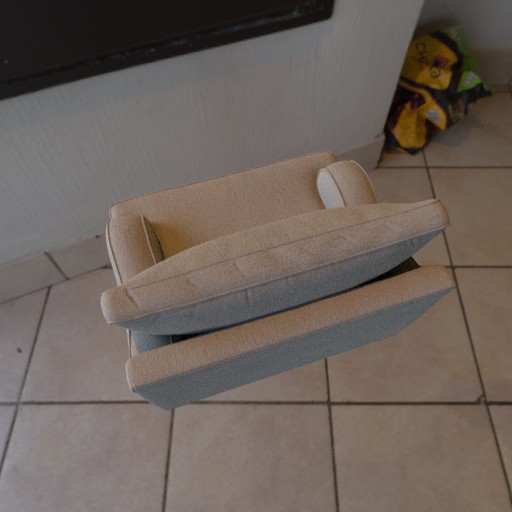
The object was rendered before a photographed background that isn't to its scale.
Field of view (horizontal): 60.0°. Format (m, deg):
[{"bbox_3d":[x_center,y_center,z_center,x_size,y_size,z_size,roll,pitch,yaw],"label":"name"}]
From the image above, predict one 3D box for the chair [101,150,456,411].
[{"bbox_3d":[0.000,0.000,1.998,1.220,1.016,1.041,-16,60,-9],"label":"chair"}]
